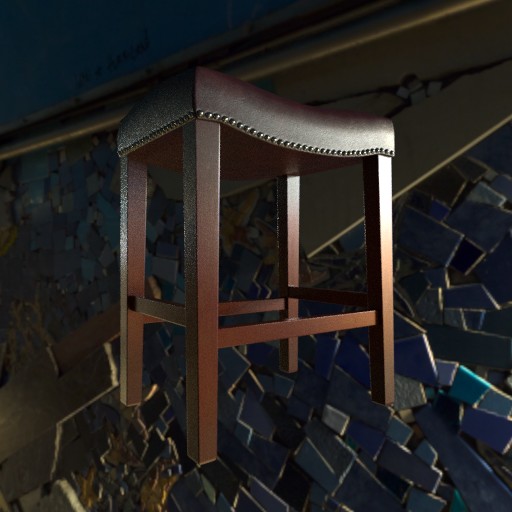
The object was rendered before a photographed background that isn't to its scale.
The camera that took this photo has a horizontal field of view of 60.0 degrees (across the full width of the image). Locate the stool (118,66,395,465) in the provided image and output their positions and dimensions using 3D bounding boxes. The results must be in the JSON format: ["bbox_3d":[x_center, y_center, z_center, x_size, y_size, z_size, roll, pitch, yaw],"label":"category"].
[{"bbox_3d":[0.000,0.000,0.984,0.504,0.657,0.372,0,1,-36],"label":"stool"}]
